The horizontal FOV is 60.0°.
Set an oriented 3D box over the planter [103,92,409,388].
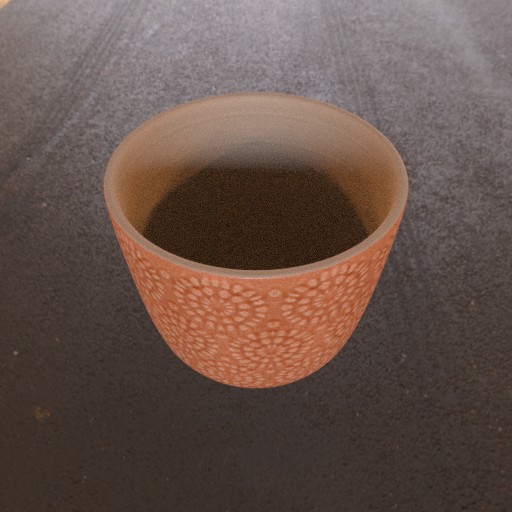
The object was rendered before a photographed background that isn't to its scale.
[{"bbox_3d":[0.000,0.000,0.378,0.208,0.190,0.208,0,47,0],"label":"planter"}]
